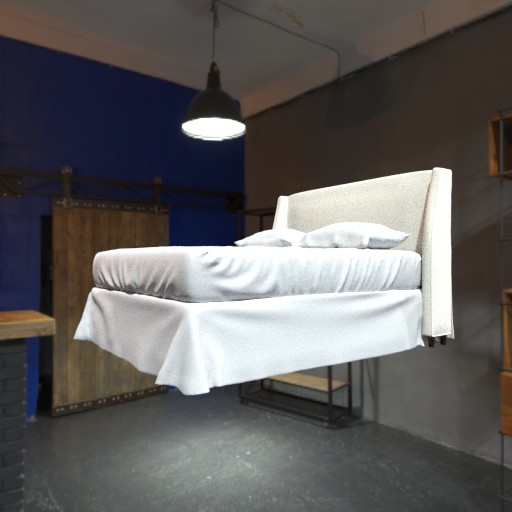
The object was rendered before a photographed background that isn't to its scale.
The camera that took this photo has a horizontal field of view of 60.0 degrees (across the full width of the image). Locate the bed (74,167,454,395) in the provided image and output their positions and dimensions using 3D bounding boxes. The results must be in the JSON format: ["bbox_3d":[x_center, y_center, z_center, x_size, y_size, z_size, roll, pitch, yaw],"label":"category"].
[{"bbox_3d":[0.000,0.000,3.412,2.276,1.332,1.925,0,-1,-36],"label":"bed"}]
